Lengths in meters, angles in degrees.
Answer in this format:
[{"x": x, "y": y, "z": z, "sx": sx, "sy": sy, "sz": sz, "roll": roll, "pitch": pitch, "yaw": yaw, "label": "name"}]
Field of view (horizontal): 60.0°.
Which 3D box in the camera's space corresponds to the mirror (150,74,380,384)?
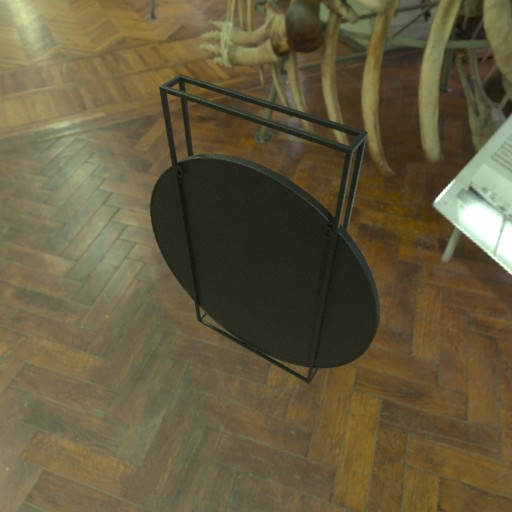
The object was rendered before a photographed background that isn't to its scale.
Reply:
[{"x": 0.000, "y": 0.000, "z": 0.839, "sx": 0.508, "sy": 0.603, "sz": 0.051, "roll": 25, "pitch": 51, "yaw": 22, "label": "mirror"}]
